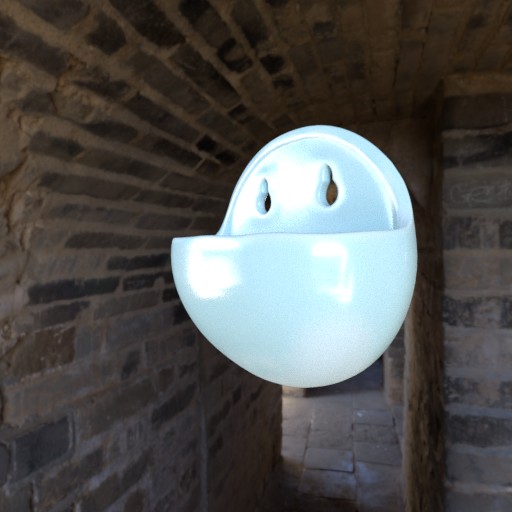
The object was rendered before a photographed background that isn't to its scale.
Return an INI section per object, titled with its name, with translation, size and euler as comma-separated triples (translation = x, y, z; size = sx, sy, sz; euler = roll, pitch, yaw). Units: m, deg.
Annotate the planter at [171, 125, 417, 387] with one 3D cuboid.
[planter]
translation = 0.000, 0.000, 0.272
size = 0.073, 0.164, 0.189
euler = 0, 1, -35
